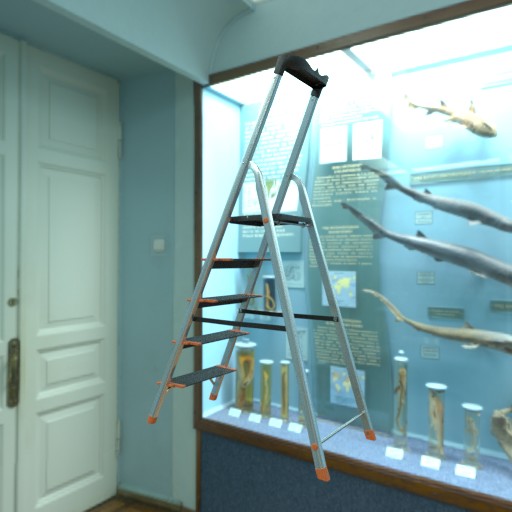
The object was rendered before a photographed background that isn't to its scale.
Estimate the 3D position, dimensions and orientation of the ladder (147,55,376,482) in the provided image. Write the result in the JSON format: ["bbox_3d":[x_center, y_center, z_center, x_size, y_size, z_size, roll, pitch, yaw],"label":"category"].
[{"bbox_3d":[0.000,0.000,2.097,0.995,1.646,0.480,0,-1,36],"label":"ladder"}]
